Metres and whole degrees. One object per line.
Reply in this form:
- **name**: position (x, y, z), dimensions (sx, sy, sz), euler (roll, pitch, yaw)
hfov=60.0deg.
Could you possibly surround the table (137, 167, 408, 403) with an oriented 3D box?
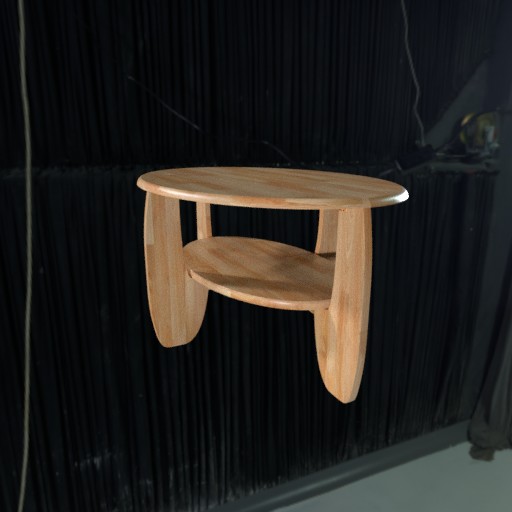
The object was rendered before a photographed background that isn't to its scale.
- **table**: position (0.000, 0.000, 1.399), dimensions (0.690, 0.490, 1.040), euler (-8, 17, -26)
